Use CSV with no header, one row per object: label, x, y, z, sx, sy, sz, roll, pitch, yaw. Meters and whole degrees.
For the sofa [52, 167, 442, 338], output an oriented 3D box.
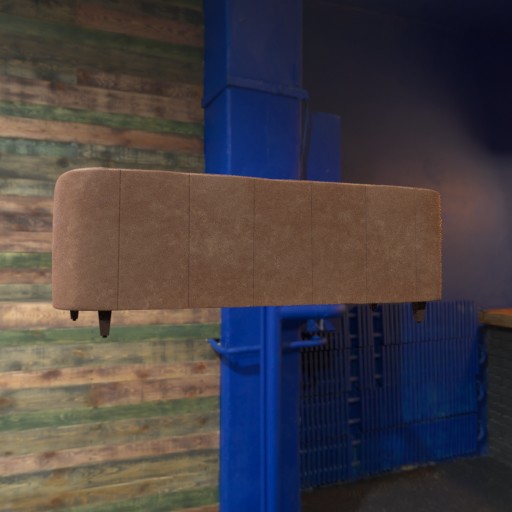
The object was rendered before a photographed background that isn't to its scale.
sofa,0.000,0.000,2.670,2.257,0.791,0.922,0,-2,-18
